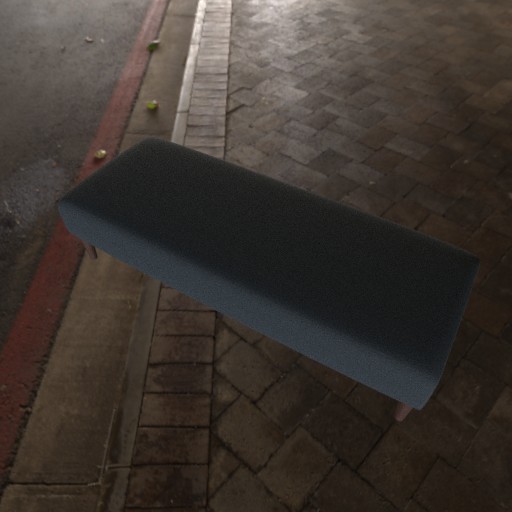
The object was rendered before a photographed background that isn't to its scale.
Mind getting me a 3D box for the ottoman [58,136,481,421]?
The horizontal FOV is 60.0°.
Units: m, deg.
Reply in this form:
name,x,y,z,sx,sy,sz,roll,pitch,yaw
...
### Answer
name,x,y,z,sx,sy,sz,roll,pitch,yaw
ottoman,0.000,0.000,1.868,1.609,0.393,0.646,24,51,21
